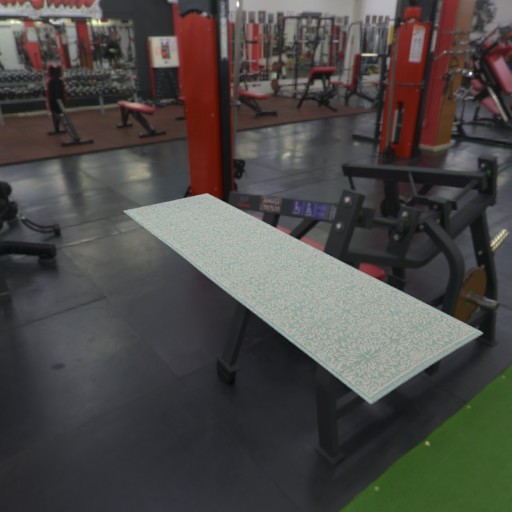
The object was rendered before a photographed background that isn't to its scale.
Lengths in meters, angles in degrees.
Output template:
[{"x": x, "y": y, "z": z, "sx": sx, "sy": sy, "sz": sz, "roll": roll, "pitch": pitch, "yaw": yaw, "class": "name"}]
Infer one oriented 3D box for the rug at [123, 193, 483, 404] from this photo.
[{"x": 0.000, "y": 0.000, "z": 2.396, "sx": 0.662, "sy": 0.011, "sz": 2.196, "roll": -17, "pitch": 31, "yaw": -32, "class": "rug"}]
